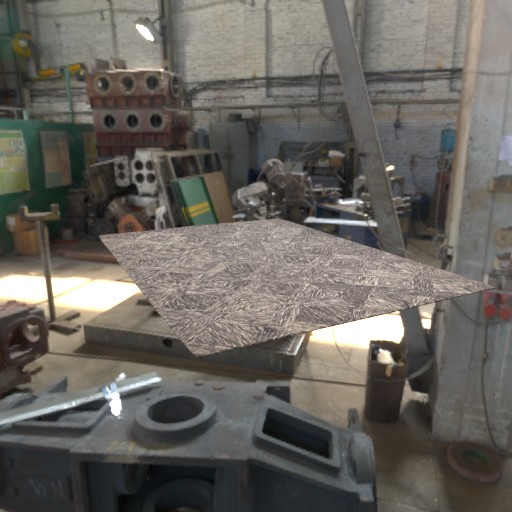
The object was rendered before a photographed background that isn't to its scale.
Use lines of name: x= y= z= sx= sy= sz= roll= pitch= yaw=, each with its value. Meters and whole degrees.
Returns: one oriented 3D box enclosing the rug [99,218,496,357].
rug: x=0.000 y=0.000 z=5.250 sx=2.997 sy=0.020 sz=4.093 roll=-8 pitch=17 yaw=-26
